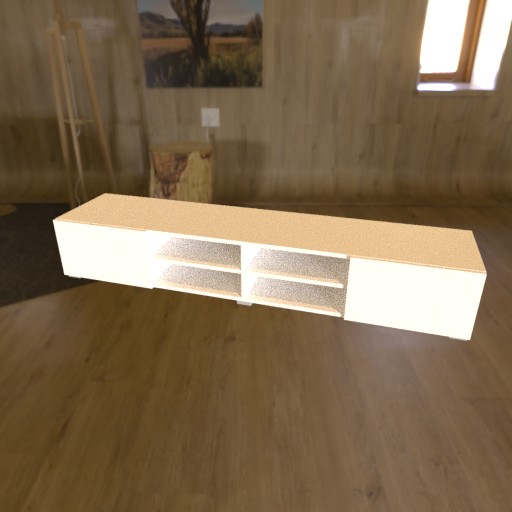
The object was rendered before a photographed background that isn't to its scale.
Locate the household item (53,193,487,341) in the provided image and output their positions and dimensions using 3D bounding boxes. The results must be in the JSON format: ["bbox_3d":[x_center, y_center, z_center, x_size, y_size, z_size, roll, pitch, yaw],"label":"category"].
[{"bbox_3d":[0.000,0.000,2.071,1.850,0.310,0.420,7,27,15],"label":"household item"}]
